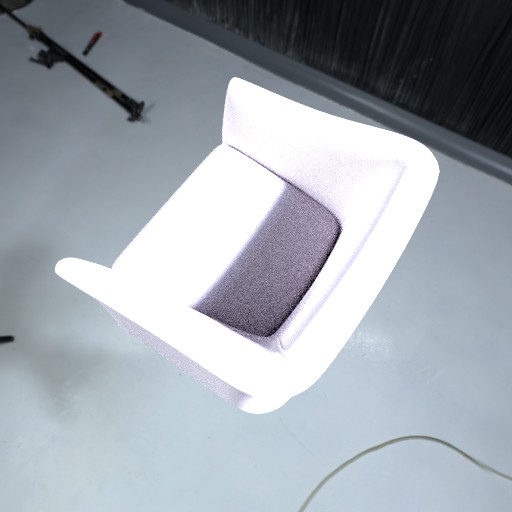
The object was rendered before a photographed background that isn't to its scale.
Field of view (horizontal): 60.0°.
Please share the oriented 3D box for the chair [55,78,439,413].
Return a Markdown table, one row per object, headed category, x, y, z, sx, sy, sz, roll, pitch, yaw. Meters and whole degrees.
| category | x | y | z | sx | sy | sz | roll | pitch | yaw |
| --- | --- | --- | --- | --- | --- | --- | --- | --- | --- |
| chair | 0.000 | 0.000 | 1.340 | 0.700 | 0.720 | 0.790 | 31 | 69 | 14 |
